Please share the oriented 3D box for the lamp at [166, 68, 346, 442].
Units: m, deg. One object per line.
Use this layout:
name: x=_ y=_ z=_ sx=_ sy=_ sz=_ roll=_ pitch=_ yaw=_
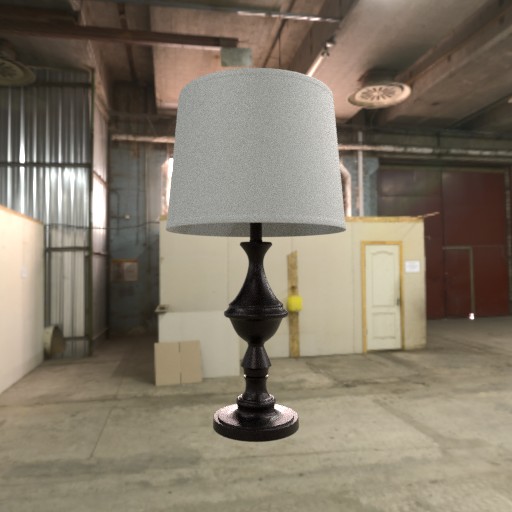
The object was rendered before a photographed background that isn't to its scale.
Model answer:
lamp: x=0.000 y=0.000 z=0.959 sx=0.383 sy=0.726 sz=0.383 roll=0 pitch=-1 yaw=0
